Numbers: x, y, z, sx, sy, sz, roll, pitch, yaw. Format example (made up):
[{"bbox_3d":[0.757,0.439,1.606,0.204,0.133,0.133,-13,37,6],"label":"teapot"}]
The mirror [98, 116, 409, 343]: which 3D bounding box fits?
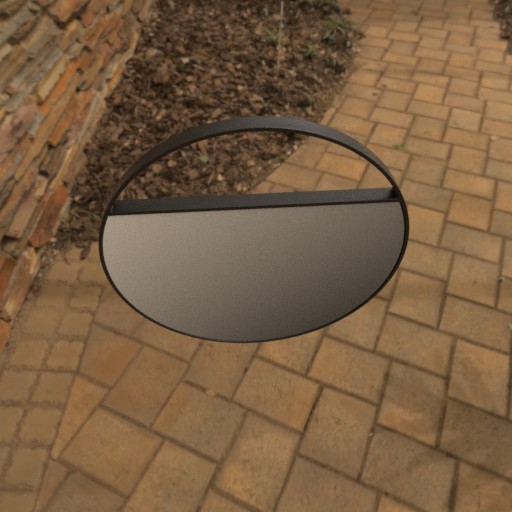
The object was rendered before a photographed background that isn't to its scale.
[{"bbox_3d":[0.000,0.000,0.840,0.565,0.565,0.032,-3,47,-3],"label":"mirror"}]
